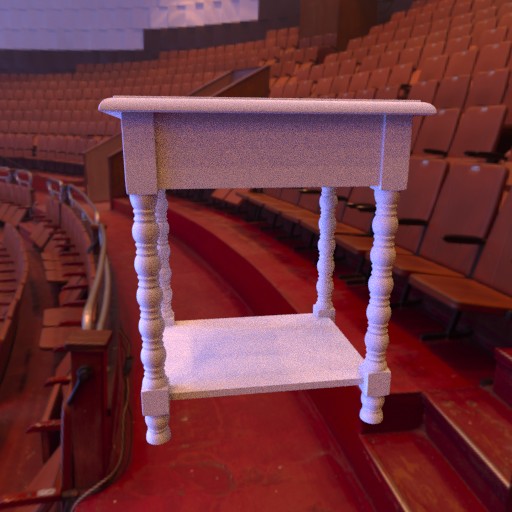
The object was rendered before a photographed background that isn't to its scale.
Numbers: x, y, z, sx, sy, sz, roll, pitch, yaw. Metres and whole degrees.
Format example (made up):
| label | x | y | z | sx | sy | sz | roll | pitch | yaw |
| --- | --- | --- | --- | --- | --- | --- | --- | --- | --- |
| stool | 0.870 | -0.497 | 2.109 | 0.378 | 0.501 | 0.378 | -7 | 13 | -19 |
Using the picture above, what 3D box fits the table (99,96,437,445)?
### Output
| label | x | y | z | sx | sy | sz | roll | pitch | yaw |
| --- | --- | --- | --- | --- | --- | --- | --- | --- | --- |
| table | 0.000 | 0.000 | 0.836 | 0.460 | 0.531 | 0.381 | -2 | 14 | -8 |
